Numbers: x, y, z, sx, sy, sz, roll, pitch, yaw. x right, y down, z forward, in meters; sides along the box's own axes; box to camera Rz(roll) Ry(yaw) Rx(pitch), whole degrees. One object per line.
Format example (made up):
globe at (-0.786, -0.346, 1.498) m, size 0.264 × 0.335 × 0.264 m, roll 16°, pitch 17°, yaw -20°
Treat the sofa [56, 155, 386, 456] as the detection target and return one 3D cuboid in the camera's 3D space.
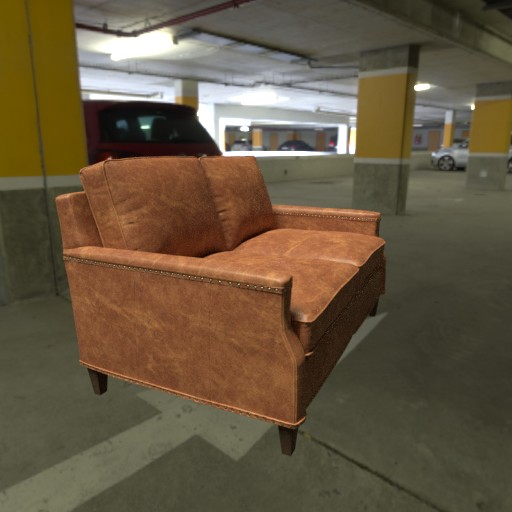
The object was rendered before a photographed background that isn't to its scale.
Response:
sofa at (0.000, 0.000, 2.275) m, size 1.084 × 1.003 × 1.597 m, roll 7°, pitch 16°, yaw 25°
